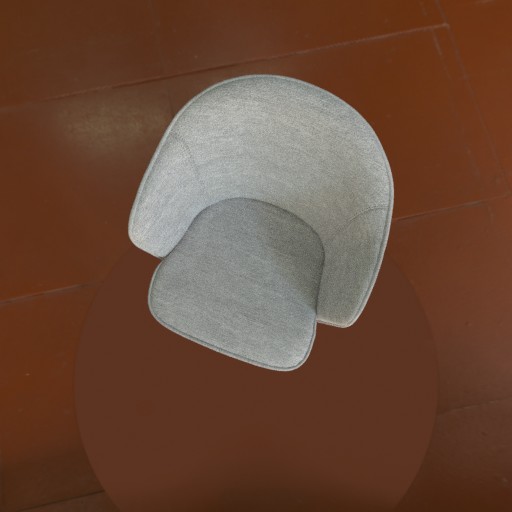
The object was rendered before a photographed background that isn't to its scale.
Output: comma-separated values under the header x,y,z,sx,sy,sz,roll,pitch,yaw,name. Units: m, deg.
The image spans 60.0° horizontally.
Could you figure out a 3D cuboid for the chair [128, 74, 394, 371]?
x,y,z,sx,sy,sz,roll,pitch,yaw,name
0.000,0.000,1.171,0.540,0.800,0.530,21,77,5,chair
